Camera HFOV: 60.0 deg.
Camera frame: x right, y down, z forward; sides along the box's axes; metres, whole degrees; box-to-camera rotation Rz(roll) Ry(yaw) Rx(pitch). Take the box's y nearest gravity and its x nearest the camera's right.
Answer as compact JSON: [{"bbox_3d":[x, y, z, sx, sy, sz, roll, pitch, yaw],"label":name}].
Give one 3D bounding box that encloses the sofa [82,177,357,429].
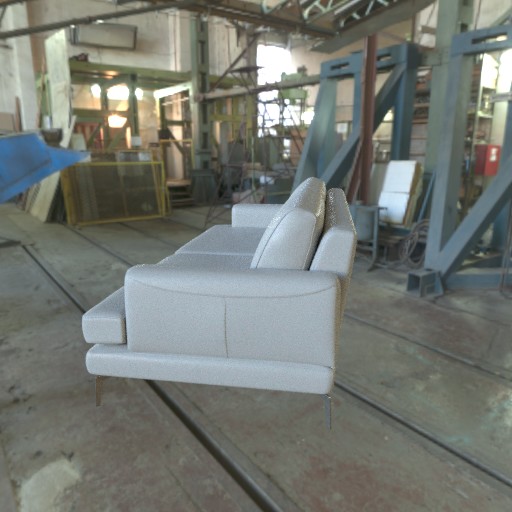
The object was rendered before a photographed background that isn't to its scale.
[{"bbox_3d":[0.000,0.000,2.424,0.974,0.765,1.940,2,14,9],"label":"sofa"}]
